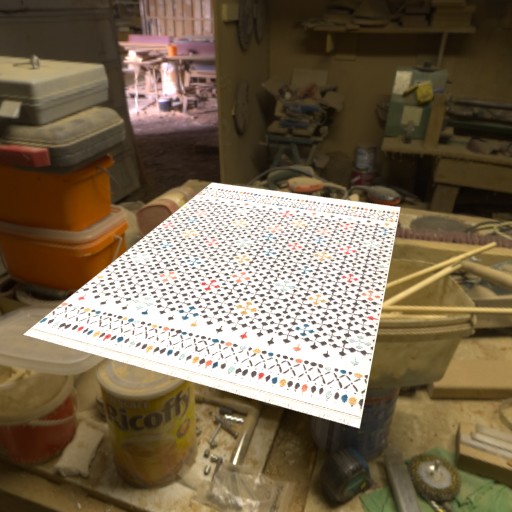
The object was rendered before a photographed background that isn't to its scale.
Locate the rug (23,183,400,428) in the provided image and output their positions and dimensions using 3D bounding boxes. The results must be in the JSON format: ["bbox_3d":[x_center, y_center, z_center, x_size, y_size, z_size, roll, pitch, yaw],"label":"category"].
[{"bbox_3d":[0.000,0.000,4.091,2.354,0.007,3.196,10,31,17],"label":"rug"}]
